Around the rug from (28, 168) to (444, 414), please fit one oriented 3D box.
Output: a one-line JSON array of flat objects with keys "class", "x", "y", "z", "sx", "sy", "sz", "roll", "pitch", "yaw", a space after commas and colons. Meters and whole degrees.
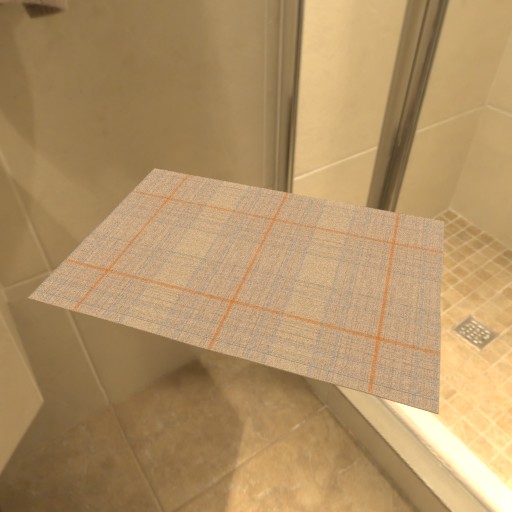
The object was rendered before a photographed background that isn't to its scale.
[{"class": "rug", "x": 0.000, "y": 0.000, "z": 2.275, "sx": 1.825, "sy": 0.015, "sz": 1.232, "roll": 13, "pitch": 43, "yaw": 14}]
